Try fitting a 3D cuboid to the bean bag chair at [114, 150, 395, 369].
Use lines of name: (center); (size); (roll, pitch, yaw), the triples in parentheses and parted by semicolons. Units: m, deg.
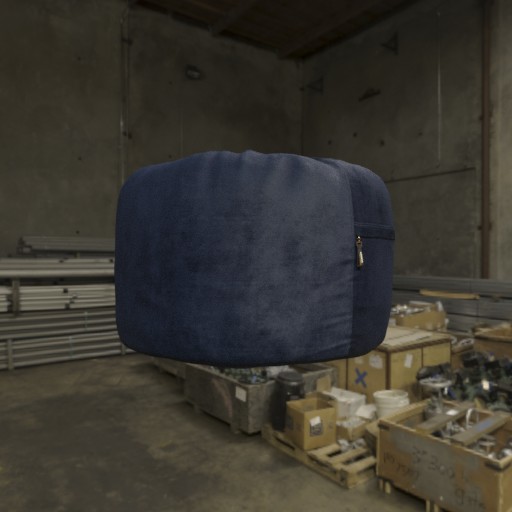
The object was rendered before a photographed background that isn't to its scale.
bean bag chair: (0.000, 0.000, 2.004); (1.219, 0.762, 1.219); (0, 0, 0)
